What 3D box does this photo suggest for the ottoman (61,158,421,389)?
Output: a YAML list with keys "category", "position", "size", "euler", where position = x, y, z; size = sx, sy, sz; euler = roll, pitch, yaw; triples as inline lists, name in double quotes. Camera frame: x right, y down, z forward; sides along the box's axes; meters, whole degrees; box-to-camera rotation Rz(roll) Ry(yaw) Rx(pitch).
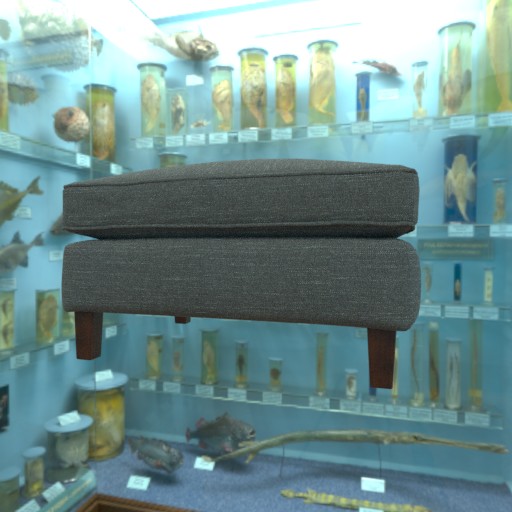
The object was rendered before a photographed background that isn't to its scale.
- category: "ottoman"
  position: [0.000, 0.000, 0.997]
  size: [0.686, 0.406, 0.508]
  euler: [1, 2, 18]
